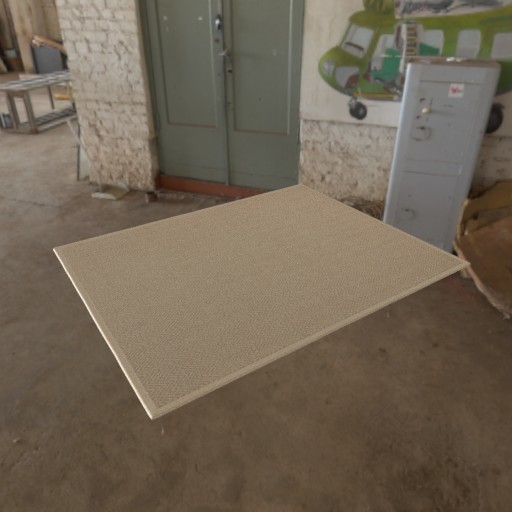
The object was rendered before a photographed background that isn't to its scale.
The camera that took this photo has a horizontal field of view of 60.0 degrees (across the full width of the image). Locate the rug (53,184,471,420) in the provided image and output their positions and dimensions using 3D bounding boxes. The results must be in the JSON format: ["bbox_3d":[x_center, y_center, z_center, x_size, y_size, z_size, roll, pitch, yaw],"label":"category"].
[{"bbox_3d":[0.000,0.000,4.101,3.051,0.020,2.407,-19,35,-29],"label":"rug"}]
